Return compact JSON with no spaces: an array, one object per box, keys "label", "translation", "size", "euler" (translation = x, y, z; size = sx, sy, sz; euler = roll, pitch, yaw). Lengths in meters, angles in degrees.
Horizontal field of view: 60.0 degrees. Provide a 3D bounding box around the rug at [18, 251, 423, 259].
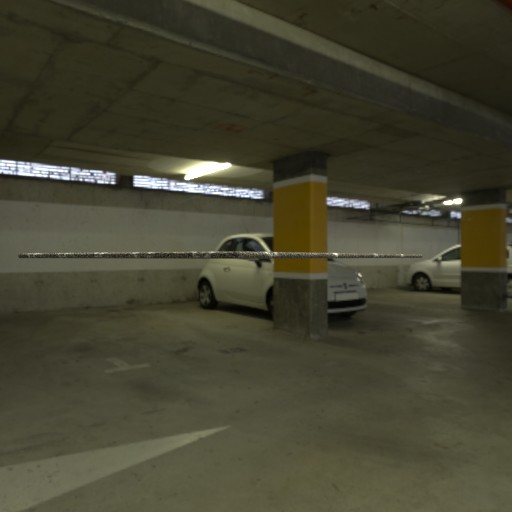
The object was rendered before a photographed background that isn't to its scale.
[{"label":"rug","translation":[0.000,0.000,3.415],"size":[1.778,0.030,2.743],"euler":[0,0,35]}]
